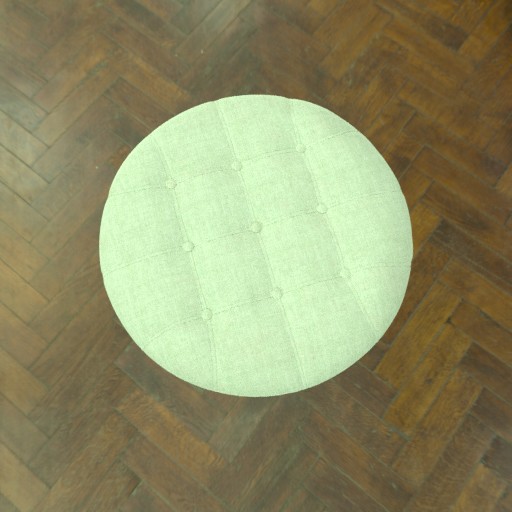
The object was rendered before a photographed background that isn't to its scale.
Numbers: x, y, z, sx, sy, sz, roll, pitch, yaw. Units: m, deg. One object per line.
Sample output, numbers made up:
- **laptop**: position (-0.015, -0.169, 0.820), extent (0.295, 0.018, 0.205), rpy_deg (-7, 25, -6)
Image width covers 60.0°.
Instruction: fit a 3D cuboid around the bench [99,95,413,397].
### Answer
- **bench**: position (0.000, 0.000, 1.012), extent (0.600, 0.453, 0.600), rpy_deg (0, 75, 0)
